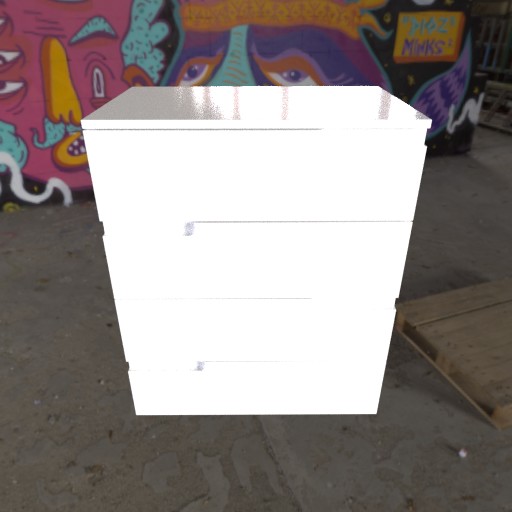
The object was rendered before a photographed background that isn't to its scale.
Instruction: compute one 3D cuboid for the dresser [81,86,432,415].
[{"bbox_3d":[0.000,0.000,1.189,0.650,0.800,0.400,0,29,0],"label":"dresser"}]
